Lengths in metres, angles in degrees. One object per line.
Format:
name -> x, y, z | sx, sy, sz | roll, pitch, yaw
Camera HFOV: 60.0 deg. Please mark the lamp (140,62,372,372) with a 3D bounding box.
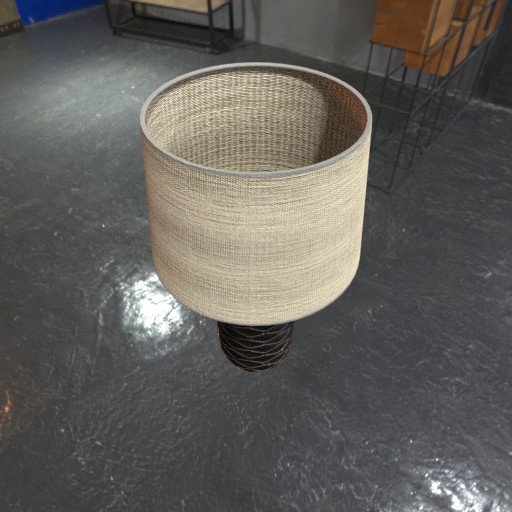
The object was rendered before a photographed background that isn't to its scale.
lamp -> 0.000, 0.000, 0.839 | 0.376, 0.594, 0.376 | 0, 45, 0
